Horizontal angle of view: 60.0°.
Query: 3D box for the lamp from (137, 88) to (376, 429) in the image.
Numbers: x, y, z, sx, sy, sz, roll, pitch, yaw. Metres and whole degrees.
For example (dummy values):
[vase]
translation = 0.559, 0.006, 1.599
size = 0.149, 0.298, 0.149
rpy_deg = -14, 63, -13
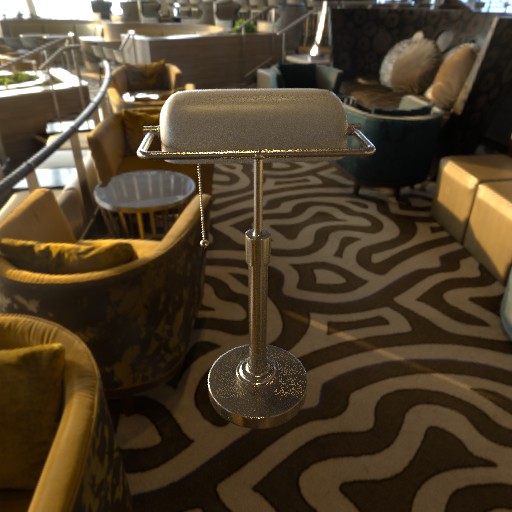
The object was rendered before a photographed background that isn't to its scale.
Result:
[lamp]
translation = 0.000, 0.000, 0.586
size = 0.269, 0.404, 0.227
rpy_deg = -2, 31, -3
